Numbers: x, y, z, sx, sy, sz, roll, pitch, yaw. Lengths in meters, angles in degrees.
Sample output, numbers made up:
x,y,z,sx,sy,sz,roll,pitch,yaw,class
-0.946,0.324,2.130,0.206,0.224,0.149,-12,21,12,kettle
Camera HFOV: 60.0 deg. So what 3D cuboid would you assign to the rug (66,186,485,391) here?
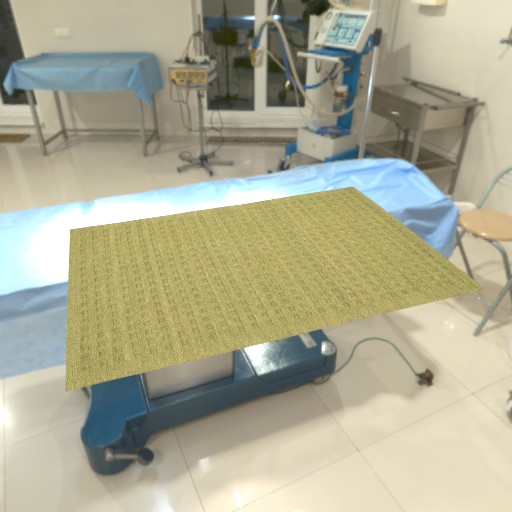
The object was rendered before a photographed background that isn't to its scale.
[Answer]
x,y,z,sx,sy,sz,roll,pitch,yaw,class
0.000,0.000,2.864,2.297,0.007,1.529,-11,34,-16,rug
